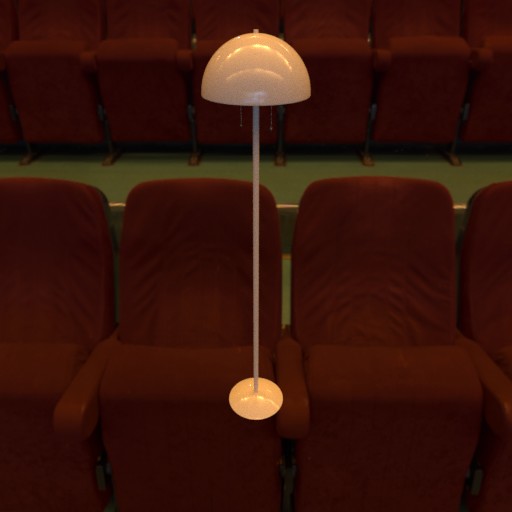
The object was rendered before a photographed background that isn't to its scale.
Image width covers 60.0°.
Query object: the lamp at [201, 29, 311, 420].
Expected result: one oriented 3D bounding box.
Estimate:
[{"bbox_3d":[0.000,0.000,1.624,0.328,1.480,0.328,0,30,1],"label":"lamp"}]
